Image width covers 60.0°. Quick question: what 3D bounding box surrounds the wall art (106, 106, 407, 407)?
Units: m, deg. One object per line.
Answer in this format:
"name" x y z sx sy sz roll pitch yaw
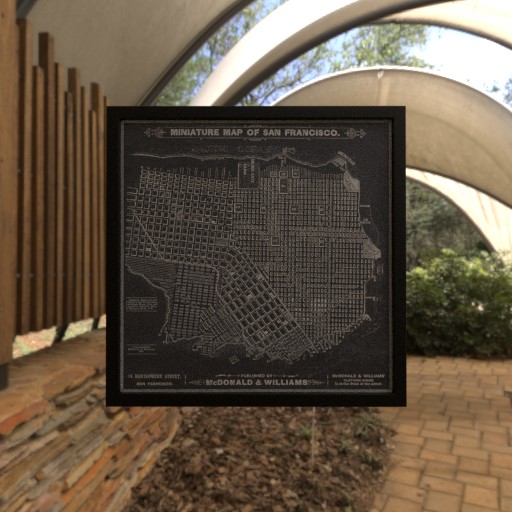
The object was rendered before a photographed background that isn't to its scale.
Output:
"wall art" 0.000 0.000 0.680 0.457 0.458 0.012 0 0 0
